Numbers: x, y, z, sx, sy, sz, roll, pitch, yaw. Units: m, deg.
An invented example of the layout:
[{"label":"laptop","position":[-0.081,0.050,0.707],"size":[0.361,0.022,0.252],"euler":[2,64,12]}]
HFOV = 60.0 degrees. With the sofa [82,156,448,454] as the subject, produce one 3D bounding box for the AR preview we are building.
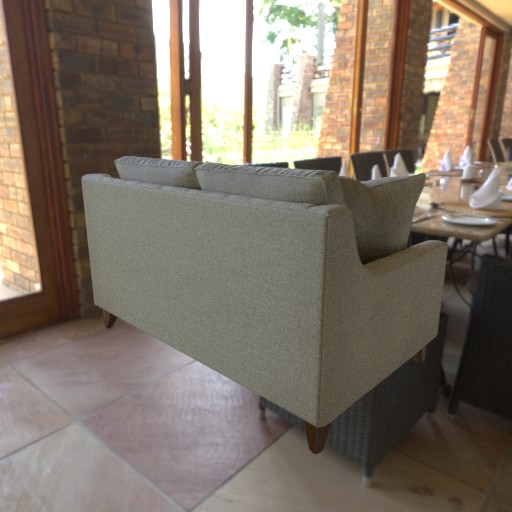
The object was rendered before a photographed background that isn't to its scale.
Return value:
[{"label":"sofa","position":[0.000,0.000,2.005],"size":[1.422,0.863,0.915],"euler":[15,21,42]}]
